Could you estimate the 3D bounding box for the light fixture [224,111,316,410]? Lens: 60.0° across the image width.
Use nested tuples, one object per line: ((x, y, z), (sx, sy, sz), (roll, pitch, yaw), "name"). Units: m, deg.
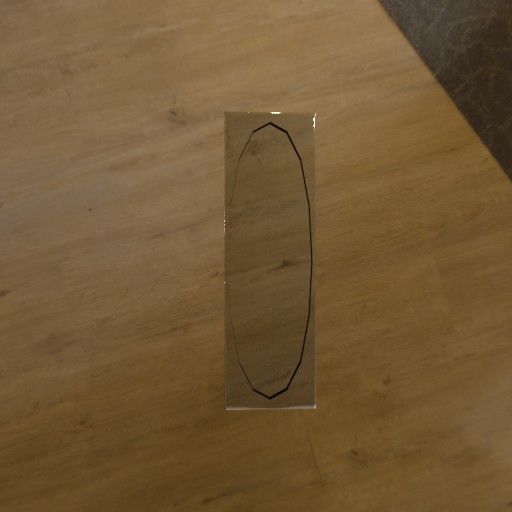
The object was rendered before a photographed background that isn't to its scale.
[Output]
((0.000, 0.000, 1.616), (0.188, 1.408, 0.623), (0, 90, -2), "light fixture")
